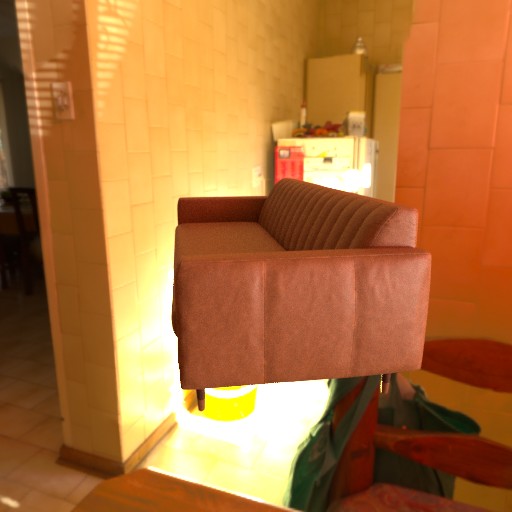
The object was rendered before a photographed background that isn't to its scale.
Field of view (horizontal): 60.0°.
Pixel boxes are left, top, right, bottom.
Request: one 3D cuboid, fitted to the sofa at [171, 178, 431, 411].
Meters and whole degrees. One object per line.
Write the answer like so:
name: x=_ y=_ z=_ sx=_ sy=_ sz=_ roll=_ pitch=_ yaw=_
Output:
sofa: x=0.000 y=0.000 z=2.704 sx=0.990 sy=0.821 sz=2.291 roll=-2 pitch=14 yaw=-9
